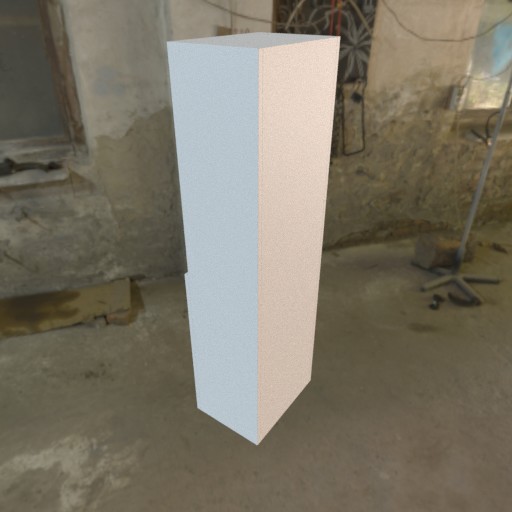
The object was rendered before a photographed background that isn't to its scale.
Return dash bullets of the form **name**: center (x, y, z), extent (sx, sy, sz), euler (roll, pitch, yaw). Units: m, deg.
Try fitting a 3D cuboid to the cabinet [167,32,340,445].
- **cabinet**: center (0.000, 0.000, 1.529), extent (0.300, 1.350, 0.400), euler (20, 36, 30)
